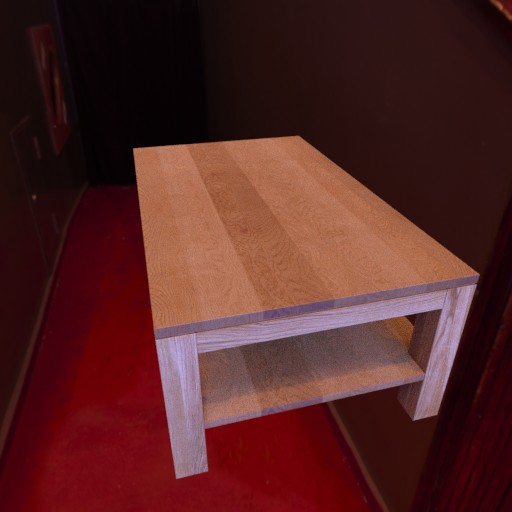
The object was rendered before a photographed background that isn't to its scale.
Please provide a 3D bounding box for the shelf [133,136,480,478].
[{"bbox_3d":[0.000,0.000,1.480,0.700,0.450,1.150,-8,31,-13],"label":"shelf"}]
